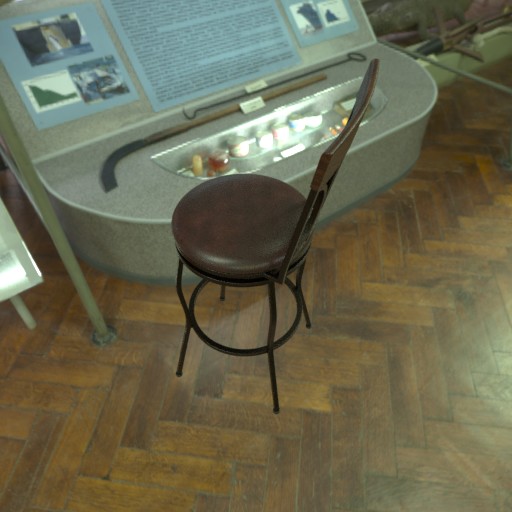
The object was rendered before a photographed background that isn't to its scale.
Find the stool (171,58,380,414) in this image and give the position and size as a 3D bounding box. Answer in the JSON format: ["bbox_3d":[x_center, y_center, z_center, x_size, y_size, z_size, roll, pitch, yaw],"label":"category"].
[{"bbox_3d":[0.000,0.000,1.400,0.513,1.130,0.448,16,48,15],"label":"stool"}]
